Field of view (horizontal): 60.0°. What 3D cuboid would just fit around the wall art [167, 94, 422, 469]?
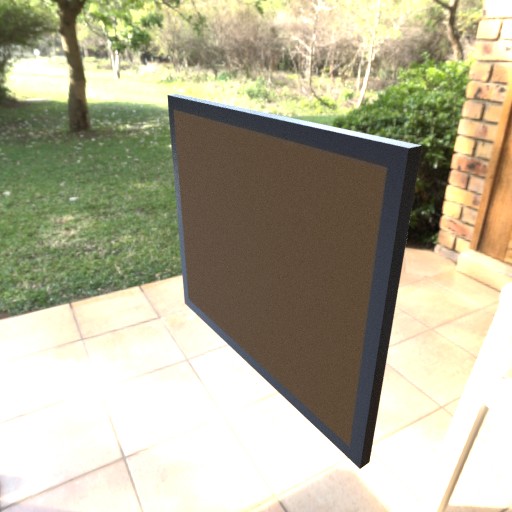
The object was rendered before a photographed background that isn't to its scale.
[{"bbox_3d":[0.000,0.000,0.896,0.026,0.558,0.660,-18,31,-31],"label":"wall art"}]
